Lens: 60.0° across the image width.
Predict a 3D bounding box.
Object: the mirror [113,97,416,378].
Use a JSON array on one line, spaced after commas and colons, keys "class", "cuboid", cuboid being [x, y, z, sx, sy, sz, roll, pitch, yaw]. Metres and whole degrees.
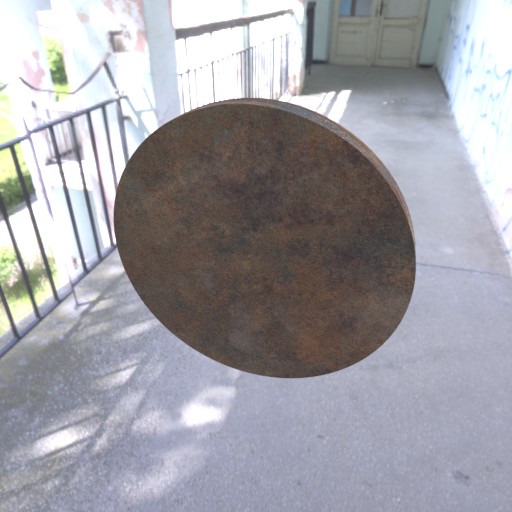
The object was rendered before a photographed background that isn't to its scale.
[{"class": "mirror", "cuboid": [0.000, 0.000, 0.861, 0.585, 0.585, 0.061, 9, 33, 15]}]
